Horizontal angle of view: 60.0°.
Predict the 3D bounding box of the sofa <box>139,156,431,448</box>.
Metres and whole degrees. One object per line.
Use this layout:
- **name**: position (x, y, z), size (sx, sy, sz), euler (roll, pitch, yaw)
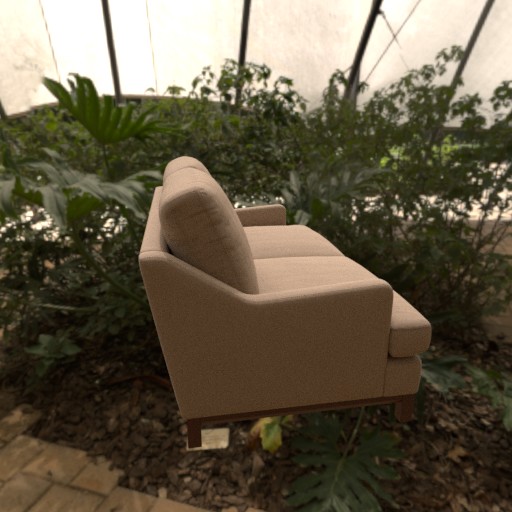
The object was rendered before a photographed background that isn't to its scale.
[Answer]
- **sofa**: position (0.000, 0.000, 2.217), size (1.004, 0.910, 1.619), euler (-3, 17, -10)
